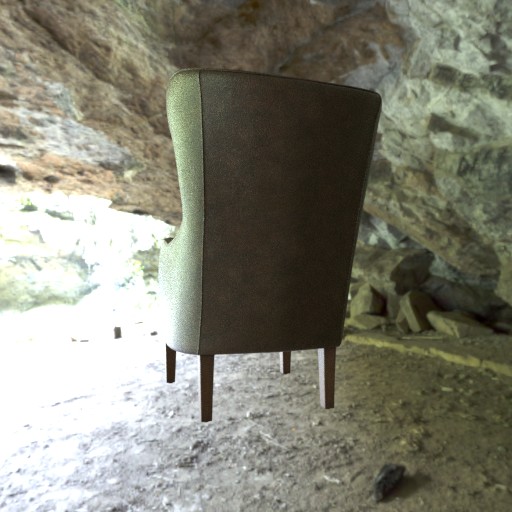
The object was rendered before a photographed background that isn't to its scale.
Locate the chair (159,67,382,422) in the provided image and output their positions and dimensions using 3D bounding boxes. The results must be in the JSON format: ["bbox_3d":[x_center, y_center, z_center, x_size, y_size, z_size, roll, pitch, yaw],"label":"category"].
[{"bbox_3d":[0.000,0.000,1.605,0.692,1.048,0.914,1,-2,-18],"label":"chair"}]
